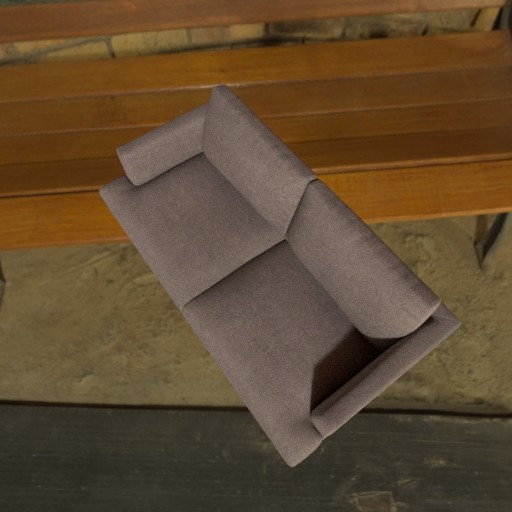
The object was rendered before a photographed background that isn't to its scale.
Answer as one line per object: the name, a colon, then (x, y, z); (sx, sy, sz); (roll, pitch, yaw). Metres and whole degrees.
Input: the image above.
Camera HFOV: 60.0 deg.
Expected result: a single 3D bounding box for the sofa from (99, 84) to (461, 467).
sofa: (0.000, 0.000, 2.508); (1.020, 0.868, 1.948); (-33, 67, -16)
